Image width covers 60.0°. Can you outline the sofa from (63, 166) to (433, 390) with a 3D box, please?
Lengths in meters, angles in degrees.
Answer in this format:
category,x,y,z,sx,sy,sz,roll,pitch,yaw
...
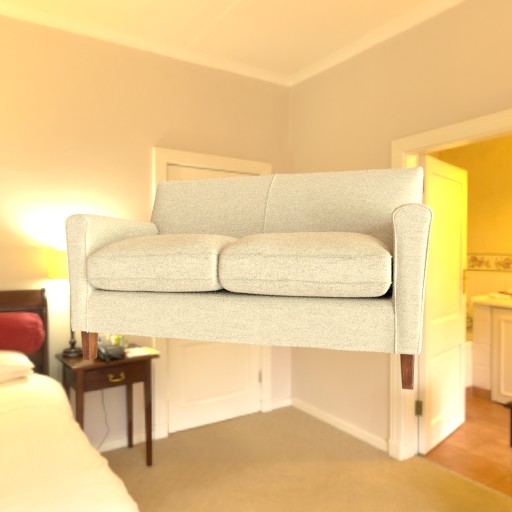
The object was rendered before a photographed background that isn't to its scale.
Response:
category,x,y,z,sx,sy,sz,roll,pitch,yaw
sofa,0.000,0.000,2.049,1.482,0.892,0.891,0,1,18
